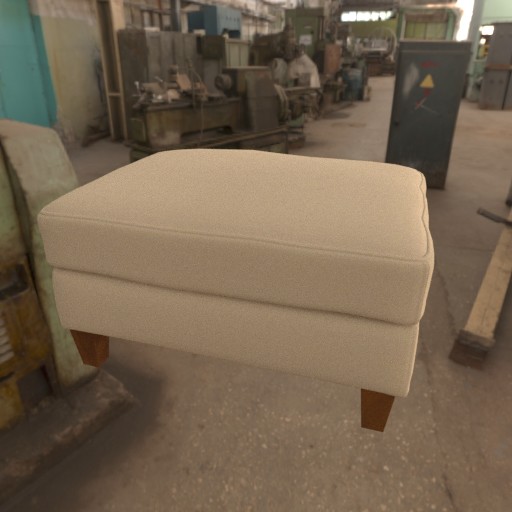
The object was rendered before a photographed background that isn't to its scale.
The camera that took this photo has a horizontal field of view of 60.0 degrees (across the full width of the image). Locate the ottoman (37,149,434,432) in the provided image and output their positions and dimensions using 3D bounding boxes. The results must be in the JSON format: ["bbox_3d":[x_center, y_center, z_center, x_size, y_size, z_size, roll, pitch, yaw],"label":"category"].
[{"bbox_3d":[0.000,0.000,1.176,0.818,0.485,0.634,8,26,16],"label":"ottoman"}]
